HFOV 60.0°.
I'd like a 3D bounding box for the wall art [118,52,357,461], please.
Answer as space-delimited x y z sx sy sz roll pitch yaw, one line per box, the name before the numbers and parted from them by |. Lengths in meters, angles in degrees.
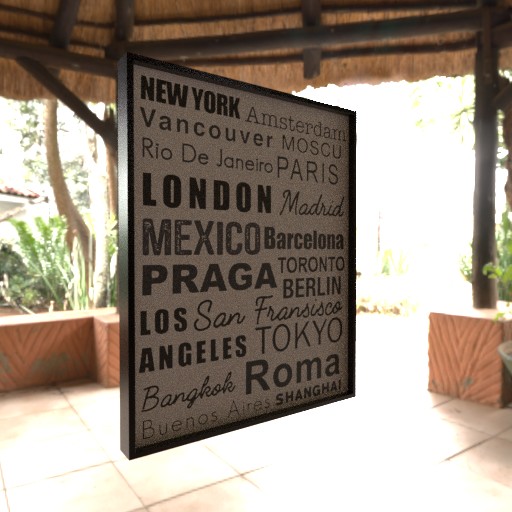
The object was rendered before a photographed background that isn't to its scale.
wall art | 0.000 0.000 0.741 0.448 0.551 0.038 -1 1 -35
